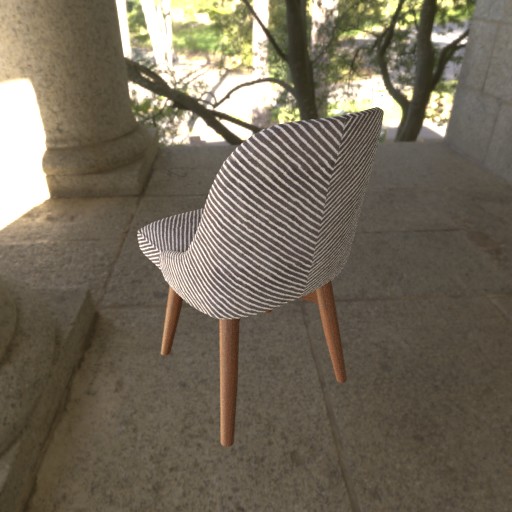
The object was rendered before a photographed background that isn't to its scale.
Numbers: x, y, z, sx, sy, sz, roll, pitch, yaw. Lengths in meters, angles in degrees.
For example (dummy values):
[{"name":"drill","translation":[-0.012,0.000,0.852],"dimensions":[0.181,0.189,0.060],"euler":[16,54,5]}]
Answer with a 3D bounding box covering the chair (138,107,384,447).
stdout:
[{"name":"chair","translation":[0.000,0.000,1.234],"dimensions":[0.504,0.883,0.591],"euler":[-19,36,-28]}]
